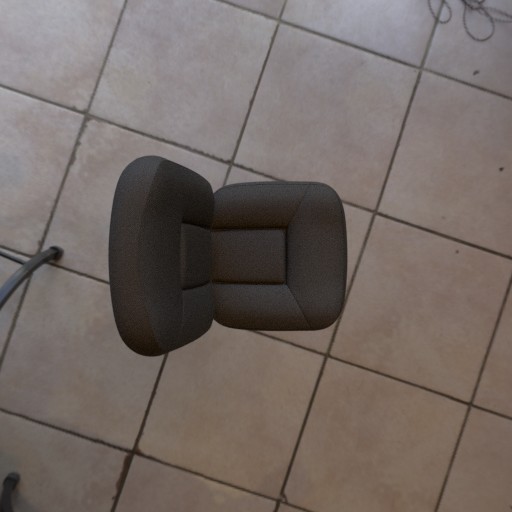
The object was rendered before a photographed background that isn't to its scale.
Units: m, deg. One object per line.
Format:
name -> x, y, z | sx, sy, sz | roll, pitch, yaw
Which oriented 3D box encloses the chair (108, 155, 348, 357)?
chair -> 0.000, 0.000, 1.379 | 0.610, 0.972, 0.610 | 0, 90, 0
